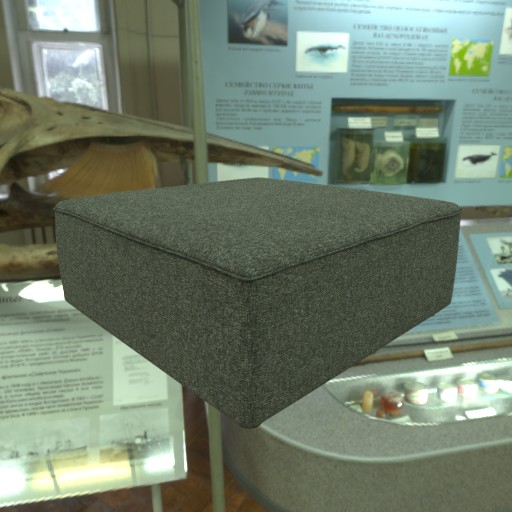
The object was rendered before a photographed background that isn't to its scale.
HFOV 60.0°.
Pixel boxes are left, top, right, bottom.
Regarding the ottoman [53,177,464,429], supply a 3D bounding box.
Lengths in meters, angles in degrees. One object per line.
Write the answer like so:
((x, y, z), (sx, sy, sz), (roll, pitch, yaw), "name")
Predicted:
((0.000, 0.000, 1.547), (1.017, 0.423, 1.021), (-15, 23, -41), "ottoman")
